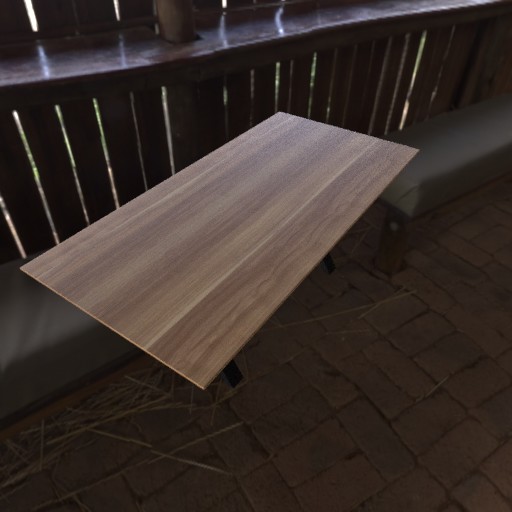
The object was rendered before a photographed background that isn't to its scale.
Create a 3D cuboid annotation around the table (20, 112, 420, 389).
[{"bbox_3d":[0.000,0.000,2.500,1.000,0.770,2.000,24,46,26],"label":"table"}]
